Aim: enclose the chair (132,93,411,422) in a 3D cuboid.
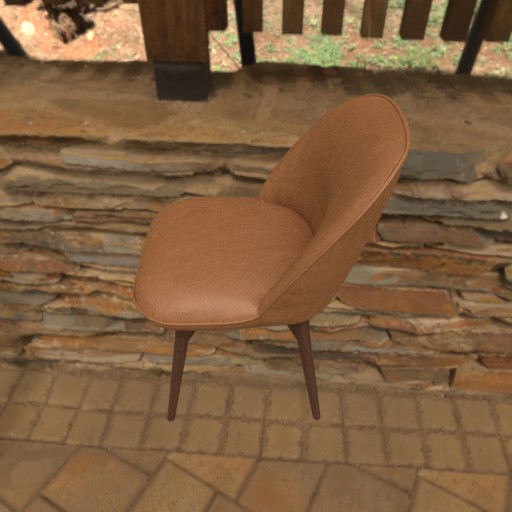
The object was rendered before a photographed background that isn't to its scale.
[{"bbox_3d":[0.000,0.000,1.222,0.631,0.831,0.521,0,41,0],"label":"chair"}]
